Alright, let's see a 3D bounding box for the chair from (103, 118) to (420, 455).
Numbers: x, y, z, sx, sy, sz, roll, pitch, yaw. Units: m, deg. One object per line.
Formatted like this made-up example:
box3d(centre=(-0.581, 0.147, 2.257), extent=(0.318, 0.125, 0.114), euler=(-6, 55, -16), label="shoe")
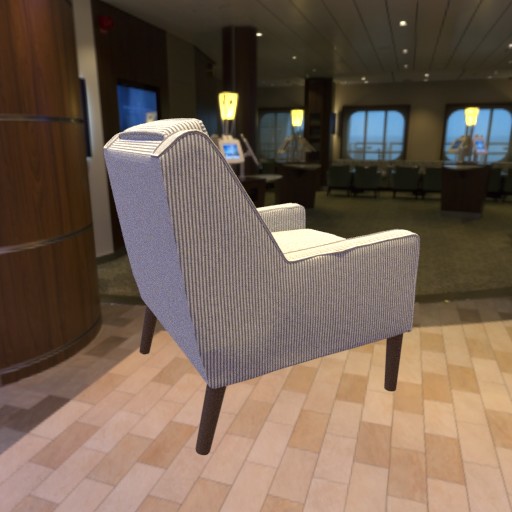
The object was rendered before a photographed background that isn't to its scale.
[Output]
box3d(centre=(0.000, 0.000, 1.357), extent=(0.743, 0.792, 0.663), euler=(-8, 17, -26), label="chair")
